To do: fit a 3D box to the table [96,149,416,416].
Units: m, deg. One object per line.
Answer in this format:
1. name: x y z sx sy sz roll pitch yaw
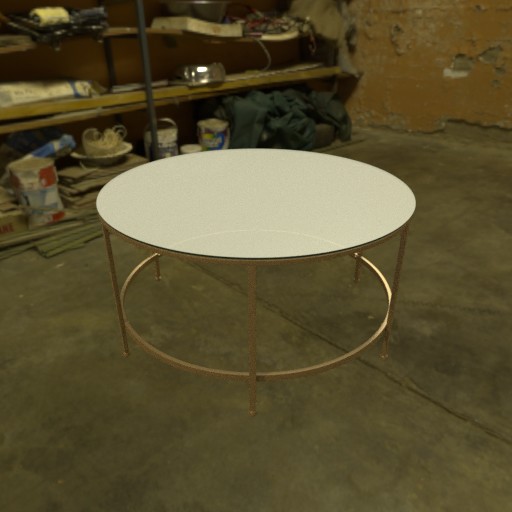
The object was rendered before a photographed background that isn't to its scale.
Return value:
1. table: 0.000 0.000 1.441 0.914 0.470 0.914 0 28 0
